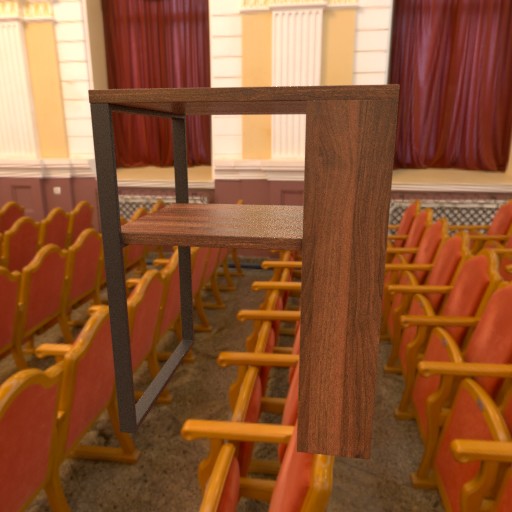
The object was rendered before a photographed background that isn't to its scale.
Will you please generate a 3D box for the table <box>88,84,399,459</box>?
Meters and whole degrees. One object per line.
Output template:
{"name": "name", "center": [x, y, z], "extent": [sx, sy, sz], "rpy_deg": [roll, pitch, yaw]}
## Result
{"name": "table", "center": [0.000, 0.000, 1.548], "extent": [0.786, 1.041, 0.660], "rpy_deg": [2, 15, 9]}
